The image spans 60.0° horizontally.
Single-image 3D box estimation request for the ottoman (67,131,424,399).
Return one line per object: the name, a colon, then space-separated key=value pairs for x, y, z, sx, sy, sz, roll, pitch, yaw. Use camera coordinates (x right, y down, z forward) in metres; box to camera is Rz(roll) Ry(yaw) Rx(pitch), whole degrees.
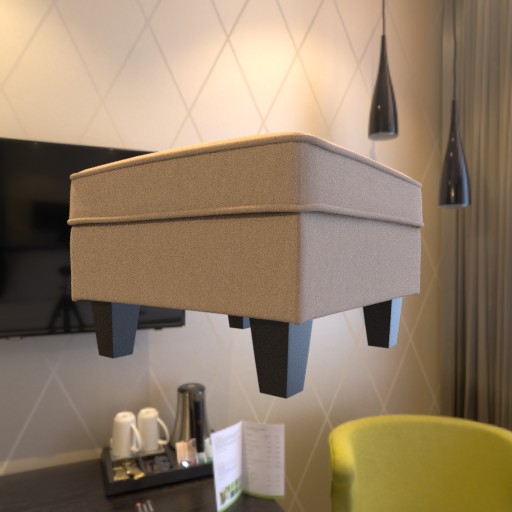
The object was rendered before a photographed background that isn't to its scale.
ottoman: x=0.000 y=0.000 z=1.032 sx=0.616 sy=0.438 sz=0.613 roll=0 pitch=1 yaw=36
